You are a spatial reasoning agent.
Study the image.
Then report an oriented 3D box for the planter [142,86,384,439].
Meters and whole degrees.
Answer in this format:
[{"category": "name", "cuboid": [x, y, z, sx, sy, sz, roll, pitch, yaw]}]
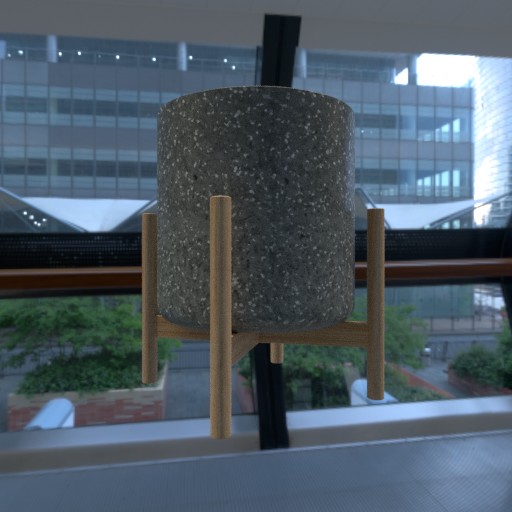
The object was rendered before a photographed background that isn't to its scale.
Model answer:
[{"category": "planter", "cuboid": [0.000, 0.000, 0.696, 0.360, 0.419, 0.360, 0, 0, 36]}]
